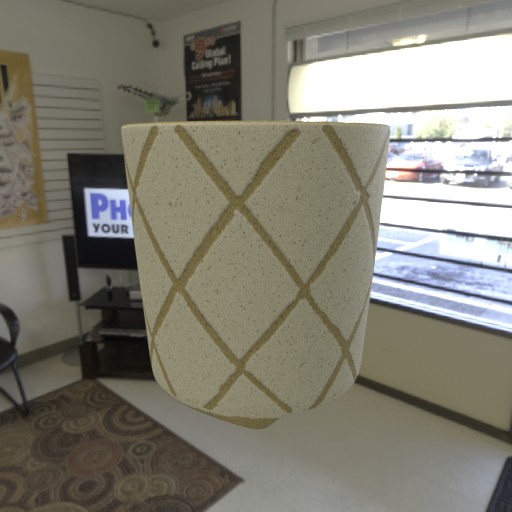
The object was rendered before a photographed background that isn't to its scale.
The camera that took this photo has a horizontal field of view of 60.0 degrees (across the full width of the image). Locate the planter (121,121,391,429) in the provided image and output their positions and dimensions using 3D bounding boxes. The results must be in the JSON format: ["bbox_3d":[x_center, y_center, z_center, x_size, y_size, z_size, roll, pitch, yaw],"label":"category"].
[{"bbox_3d":[0.000,0.000,0.419,0.228,0.235,0.228,0,14,0],"label":"planter"}]
